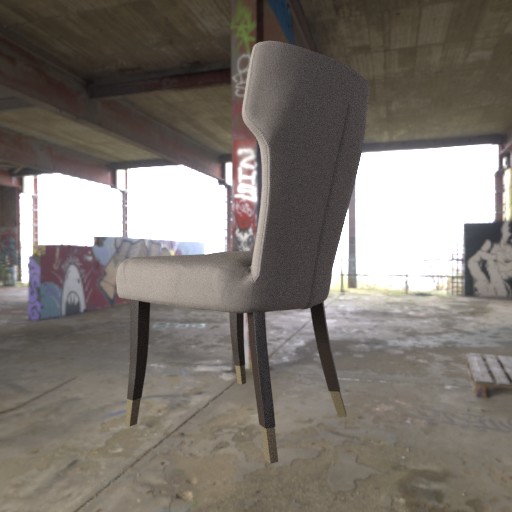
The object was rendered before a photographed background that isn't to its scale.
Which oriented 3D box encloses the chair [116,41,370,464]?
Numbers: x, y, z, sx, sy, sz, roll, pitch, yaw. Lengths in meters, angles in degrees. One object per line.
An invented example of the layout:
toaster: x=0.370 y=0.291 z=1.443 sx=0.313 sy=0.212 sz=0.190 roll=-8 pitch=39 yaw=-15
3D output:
chair: x=0.000 y=0.000 z=1.280 sx=0.630 sy=0.950 sz=0.526 roll=0 pitch=1 yaw=38
